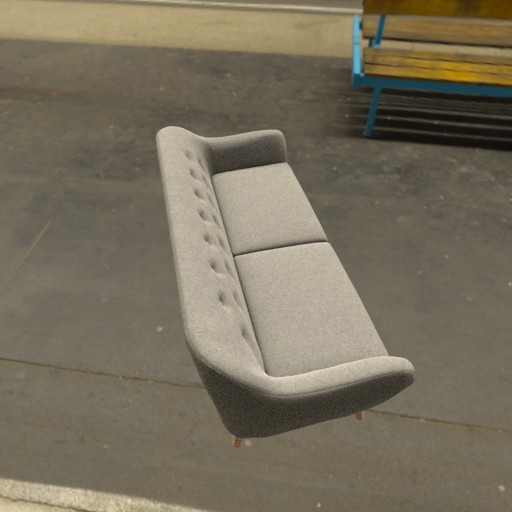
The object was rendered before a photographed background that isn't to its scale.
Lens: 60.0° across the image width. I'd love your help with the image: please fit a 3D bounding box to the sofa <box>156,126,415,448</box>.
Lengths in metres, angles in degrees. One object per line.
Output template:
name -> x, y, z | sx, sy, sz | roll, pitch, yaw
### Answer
sofa -> 0.000, 0.000, 2.281 | 0.820, 0.820, 1.840 | -9, 45, -9
